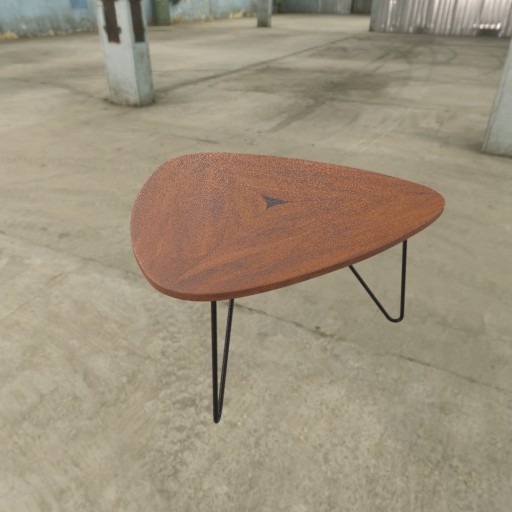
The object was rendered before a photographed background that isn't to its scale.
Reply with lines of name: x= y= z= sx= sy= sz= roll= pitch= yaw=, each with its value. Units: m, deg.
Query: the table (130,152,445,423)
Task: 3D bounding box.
table: x=0.000 y=0.000 z=1.322 sx=0.833 sy=0.413 sz=0.821 roll=-20 pitch=35 yaw=-30
